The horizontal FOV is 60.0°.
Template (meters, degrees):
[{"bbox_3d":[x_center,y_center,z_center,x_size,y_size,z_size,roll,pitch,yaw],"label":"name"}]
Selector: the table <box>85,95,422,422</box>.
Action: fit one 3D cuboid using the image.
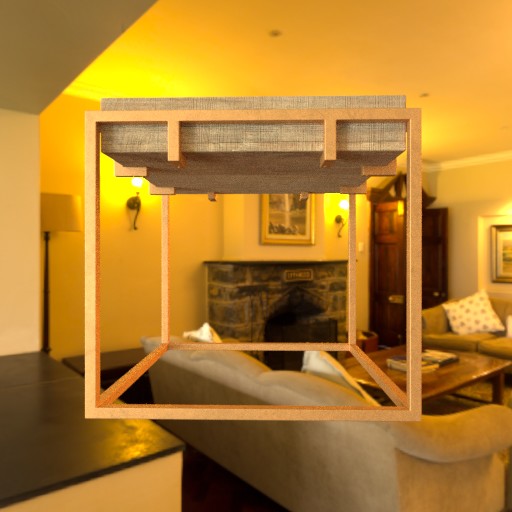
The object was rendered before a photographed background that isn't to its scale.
[{"bbox_3d":[0.000,0.000,1.088,0.599,0.584,0.599,0,0,1],"label":"table"}]
